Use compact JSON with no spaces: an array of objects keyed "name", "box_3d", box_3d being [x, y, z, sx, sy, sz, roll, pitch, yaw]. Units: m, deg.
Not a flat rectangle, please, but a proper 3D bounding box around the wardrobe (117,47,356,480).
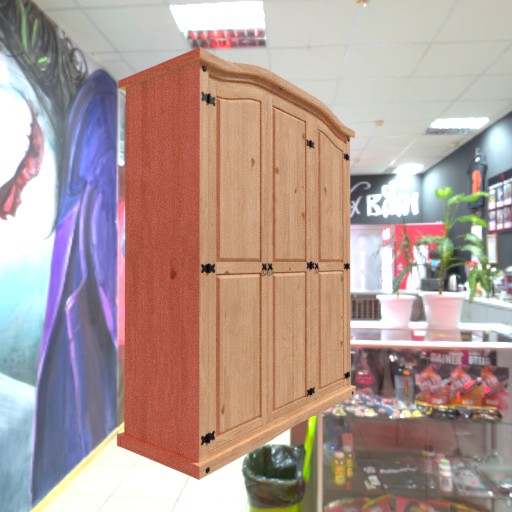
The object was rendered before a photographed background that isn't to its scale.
[{"name":"wardrobe","box_3d":[0.000,0.000,2.603,0.570,1.870,1.500,-1,-1,38]}]
